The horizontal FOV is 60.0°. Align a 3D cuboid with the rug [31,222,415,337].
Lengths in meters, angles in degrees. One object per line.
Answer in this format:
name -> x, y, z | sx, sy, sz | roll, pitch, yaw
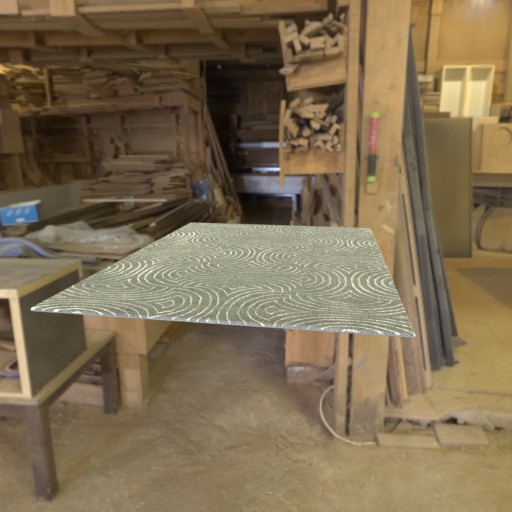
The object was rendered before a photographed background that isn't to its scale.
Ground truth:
rug -> 0.000, 0.000, 2.749 | 1.543, 0.015, 2.144 | 2, 14, 10
